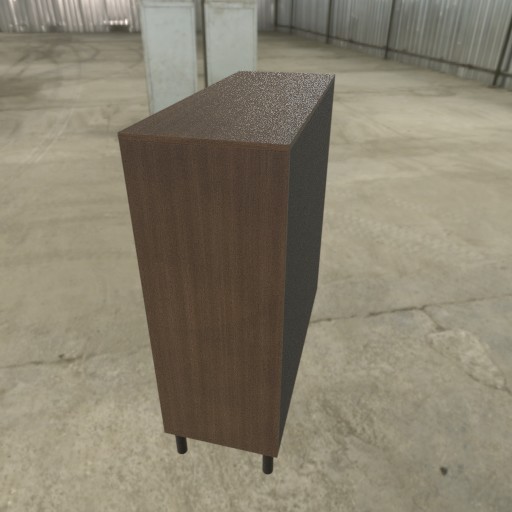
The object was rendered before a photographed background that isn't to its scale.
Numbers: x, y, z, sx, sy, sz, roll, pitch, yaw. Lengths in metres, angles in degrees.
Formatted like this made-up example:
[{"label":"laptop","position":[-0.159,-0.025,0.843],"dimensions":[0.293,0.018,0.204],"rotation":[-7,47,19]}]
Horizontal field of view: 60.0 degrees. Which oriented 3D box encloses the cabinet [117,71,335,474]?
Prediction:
[{"label":"cabinet","position":[0.000,0.000,1.690],"dimensions":[0.400,1.170,1.010],"rotation":[7,31,12]}]
